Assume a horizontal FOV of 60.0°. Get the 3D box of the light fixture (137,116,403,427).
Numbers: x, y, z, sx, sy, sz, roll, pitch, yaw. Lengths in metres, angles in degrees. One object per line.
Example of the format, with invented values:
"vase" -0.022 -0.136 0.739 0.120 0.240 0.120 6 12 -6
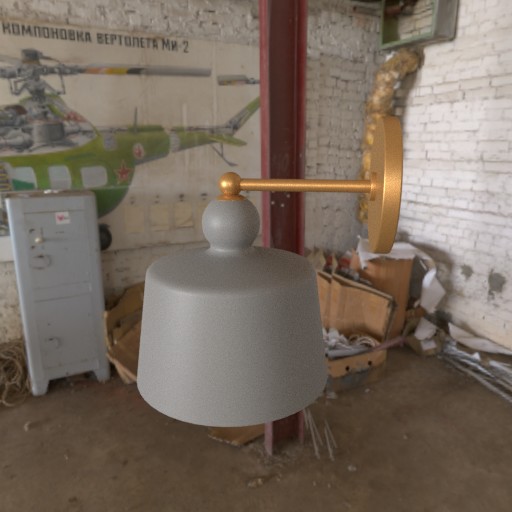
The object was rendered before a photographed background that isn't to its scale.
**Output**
"light fixture" 0.000 0.000 0.449 0.254 0.268 0.204 2 15 9
